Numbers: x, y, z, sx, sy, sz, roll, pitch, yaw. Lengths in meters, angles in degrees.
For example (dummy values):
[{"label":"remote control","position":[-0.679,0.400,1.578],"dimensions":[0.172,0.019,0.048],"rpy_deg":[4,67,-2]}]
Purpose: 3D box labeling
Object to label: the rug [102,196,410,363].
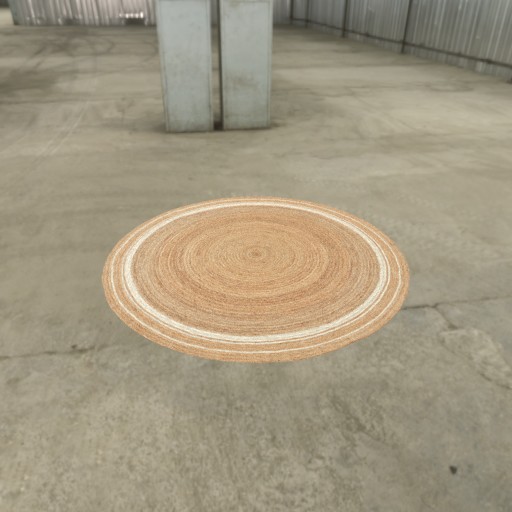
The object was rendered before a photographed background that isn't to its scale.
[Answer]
[{"label":"rug","position":[0.000,0.000,3.676],"dimensions":[2.444,0.015,2.444],"rpy_deg":[0,31,0]}]
